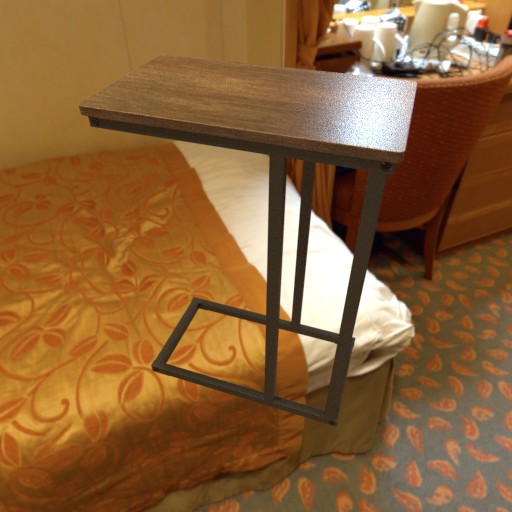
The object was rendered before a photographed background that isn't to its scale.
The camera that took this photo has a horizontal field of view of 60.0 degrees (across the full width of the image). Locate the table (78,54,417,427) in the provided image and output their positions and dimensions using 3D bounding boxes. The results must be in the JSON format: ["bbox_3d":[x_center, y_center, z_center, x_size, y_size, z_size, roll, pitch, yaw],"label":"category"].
[{"bbox_3d":[0.000,0.000,0.865,0.450,0.637,0.254,12,42,14],"label":"table"}]
